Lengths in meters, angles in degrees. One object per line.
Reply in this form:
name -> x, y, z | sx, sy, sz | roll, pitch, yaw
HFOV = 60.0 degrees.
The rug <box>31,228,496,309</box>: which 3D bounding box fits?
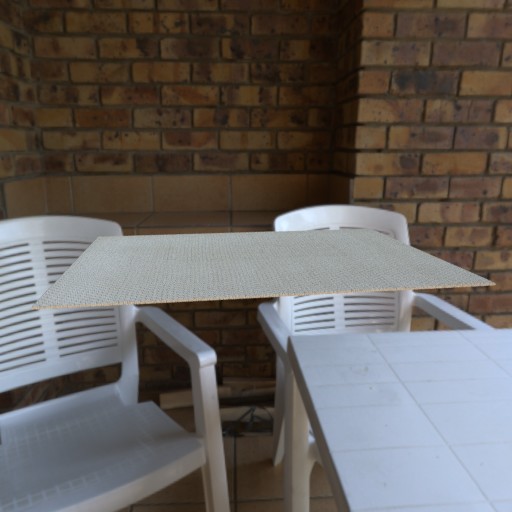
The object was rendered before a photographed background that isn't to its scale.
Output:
rug -> 0.000, 0.000, 2.739 | 2.144, 0.013, 1.509 | -2, 14, -9
